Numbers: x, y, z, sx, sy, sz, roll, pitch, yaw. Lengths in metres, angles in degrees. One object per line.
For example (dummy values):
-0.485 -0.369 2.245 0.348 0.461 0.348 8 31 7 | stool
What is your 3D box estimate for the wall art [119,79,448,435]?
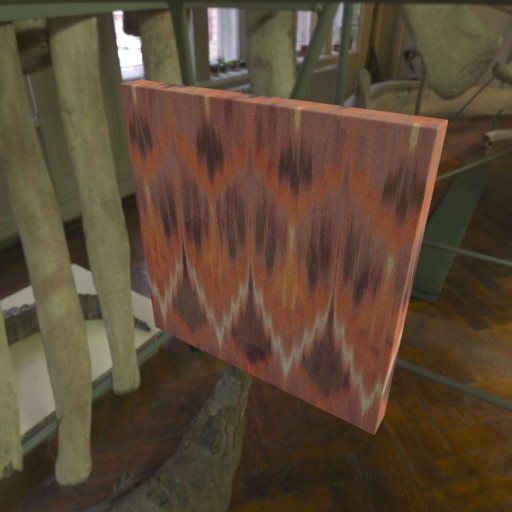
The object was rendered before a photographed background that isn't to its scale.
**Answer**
0.000 0.000 0.596 0.403 0.406 0.038 19 35 28 | wall art
